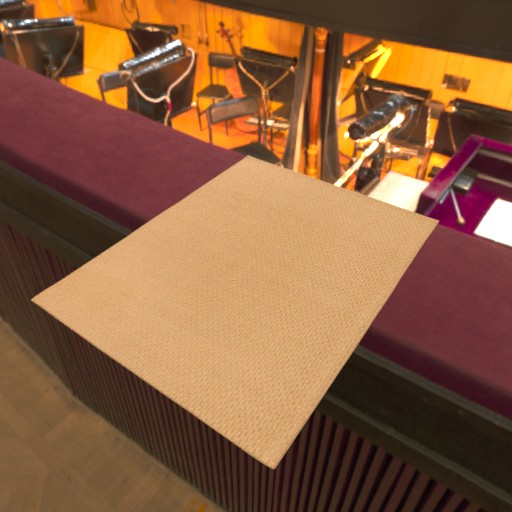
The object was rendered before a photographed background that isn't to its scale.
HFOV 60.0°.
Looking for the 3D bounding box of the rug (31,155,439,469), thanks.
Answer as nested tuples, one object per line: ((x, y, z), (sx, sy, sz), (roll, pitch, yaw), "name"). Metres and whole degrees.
((0.000, 0.000, 3.857), (2.277, 0.035, 2.897), (25, 46, 26), "rug")
